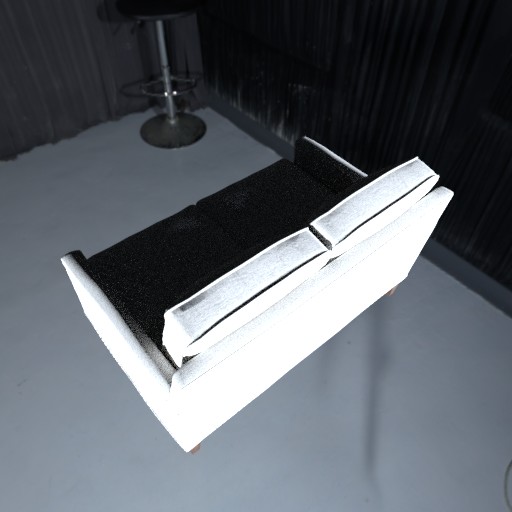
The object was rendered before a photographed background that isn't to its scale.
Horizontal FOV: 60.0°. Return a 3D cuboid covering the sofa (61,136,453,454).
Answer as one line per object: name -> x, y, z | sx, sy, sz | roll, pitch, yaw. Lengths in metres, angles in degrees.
sofa -> 0.000, 0.000, 2.245 | 1.597, 1.003, 1.084 | -32, 56, -25
